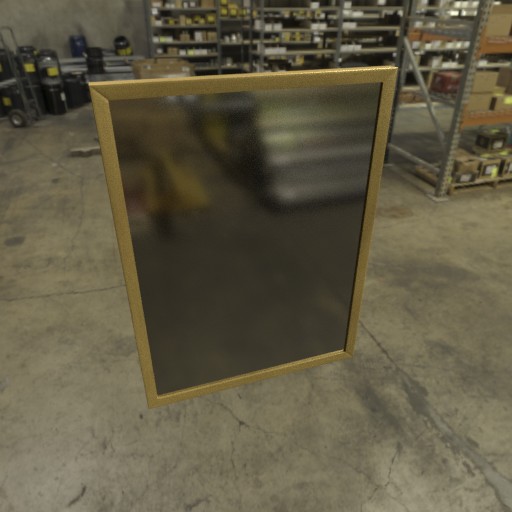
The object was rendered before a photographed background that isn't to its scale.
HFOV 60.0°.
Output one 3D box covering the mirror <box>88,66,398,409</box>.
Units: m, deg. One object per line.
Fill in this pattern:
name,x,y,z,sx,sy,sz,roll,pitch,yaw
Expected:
mirror,0.000,0.000,1.322,0.762,1.016,0.040,-10,33,-16
